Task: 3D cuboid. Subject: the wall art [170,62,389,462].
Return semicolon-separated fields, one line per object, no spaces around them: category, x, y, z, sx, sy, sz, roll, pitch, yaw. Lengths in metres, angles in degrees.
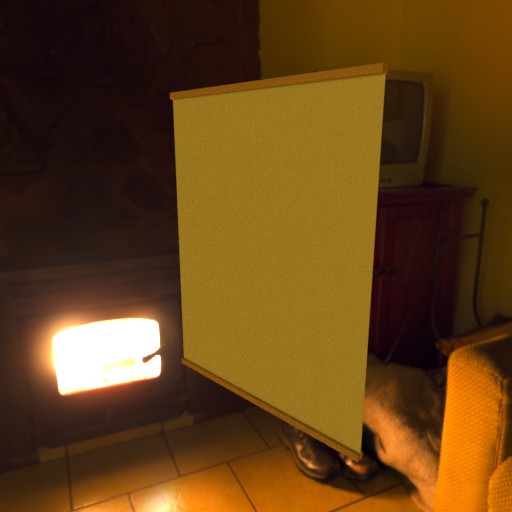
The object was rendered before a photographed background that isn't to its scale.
wall art;0.000;0.000;0.688;0.405;0.508;0.012;13;19;43
